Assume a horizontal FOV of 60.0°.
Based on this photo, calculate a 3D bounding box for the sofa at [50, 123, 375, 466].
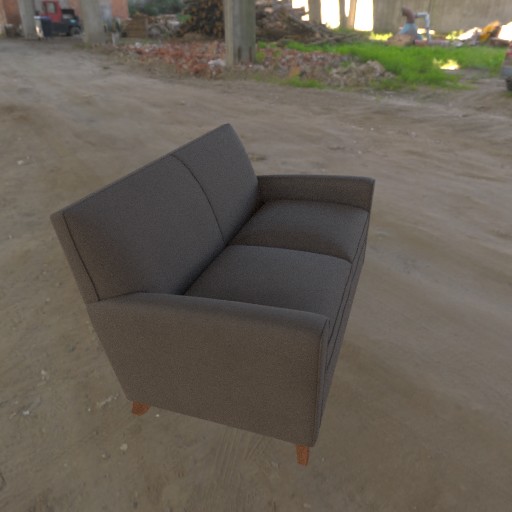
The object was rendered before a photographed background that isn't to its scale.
[{"bbox_3d":[0.000,0.000,1.971,0.871,0.846,1.420,9,30,17],"label":"sofa"}]
